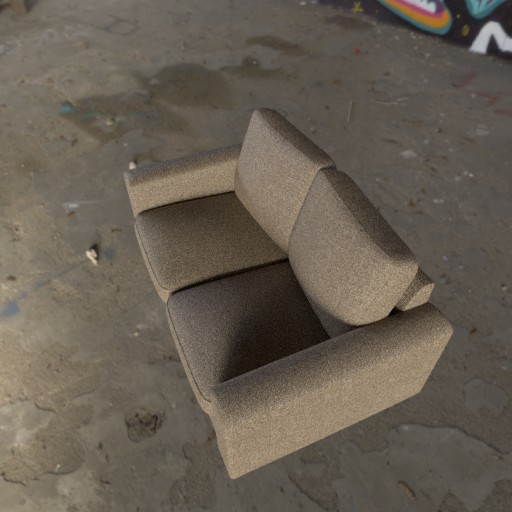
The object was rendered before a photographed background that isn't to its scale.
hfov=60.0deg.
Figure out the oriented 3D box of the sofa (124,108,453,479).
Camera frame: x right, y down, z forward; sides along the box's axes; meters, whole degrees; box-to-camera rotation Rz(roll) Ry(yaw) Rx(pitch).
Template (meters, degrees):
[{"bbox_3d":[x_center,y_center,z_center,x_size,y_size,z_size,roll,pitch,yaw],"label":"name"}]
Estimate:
[{"bbox_3d":[0.000,0.000,2.209,1.016,0.873,1.616,-18,49,-16],"label":"sofa"}]
